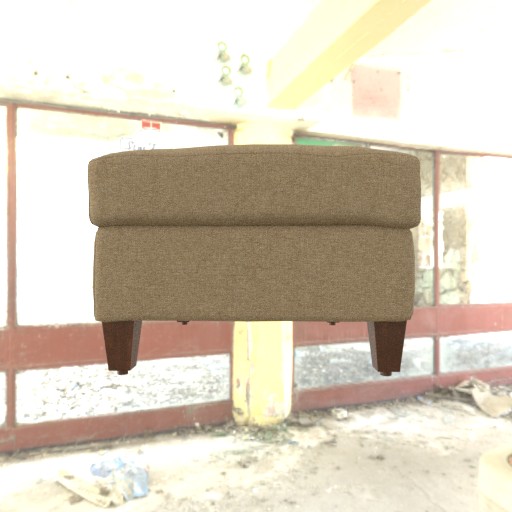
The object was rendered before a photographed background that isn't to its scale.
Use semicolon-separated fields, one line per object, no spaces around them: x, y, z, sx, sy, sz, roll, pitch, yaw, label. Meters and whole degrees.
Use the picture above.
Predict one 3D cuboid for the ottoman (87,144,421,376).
0.000;0.000;1.312;0.692;0.511;0.889;0;-1;1;ottoman
